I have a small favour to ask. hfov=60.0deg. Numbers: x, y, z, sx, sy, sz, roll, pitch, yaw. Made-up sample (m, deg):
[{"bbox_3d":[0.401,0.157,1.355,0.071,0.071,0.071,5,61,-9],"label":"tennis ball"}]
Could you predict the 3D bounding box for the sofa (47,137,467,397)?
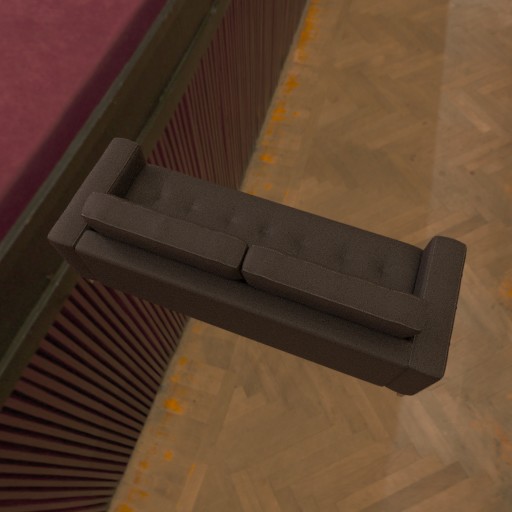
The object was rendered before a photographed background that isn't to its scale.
[{"bbox_3d":[0.000,0.000,2.663,2.275,0.893,0.833,19,64,9],"label":"sofa"}]
